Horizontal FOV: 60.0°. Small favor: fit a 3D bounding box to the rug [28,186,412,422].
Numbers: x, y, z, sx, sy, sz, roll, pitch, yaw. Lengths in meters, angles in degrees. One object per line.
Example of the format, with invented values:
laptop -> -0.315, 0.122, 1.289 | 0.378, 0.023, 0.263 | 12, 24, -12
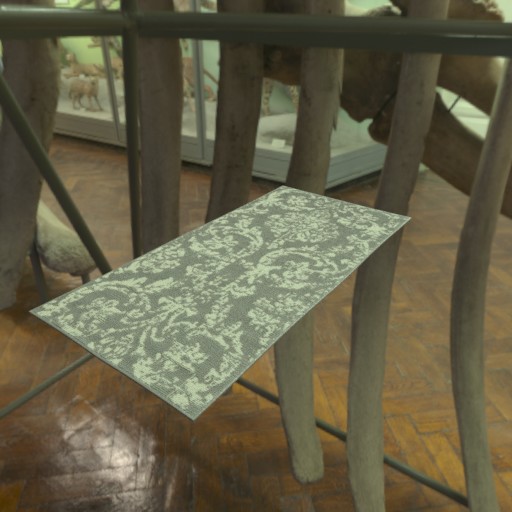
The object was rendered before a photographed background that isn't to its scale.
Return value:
rug -> 0.000, 0.000, 1.448 | 0.604, 0.007, 1.219 | 20, 34, 32
